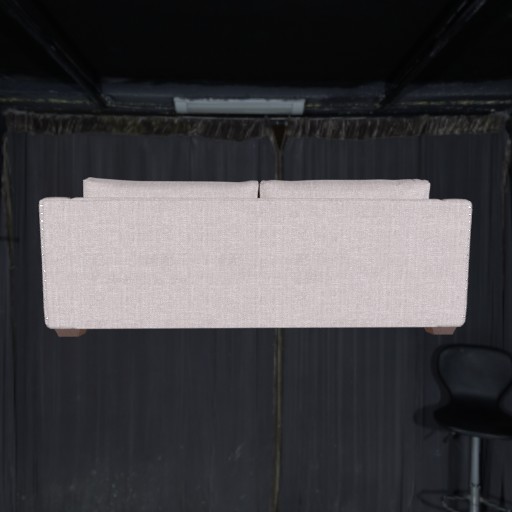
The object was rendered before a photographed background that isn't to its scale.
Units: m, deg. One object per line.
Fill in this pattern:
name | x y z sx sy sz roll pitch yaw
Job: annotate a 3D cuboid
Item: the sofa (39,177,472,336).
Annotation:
sofa | 0.000 0.000 2.742 2.208 0.857 1.000 0 0 -2
